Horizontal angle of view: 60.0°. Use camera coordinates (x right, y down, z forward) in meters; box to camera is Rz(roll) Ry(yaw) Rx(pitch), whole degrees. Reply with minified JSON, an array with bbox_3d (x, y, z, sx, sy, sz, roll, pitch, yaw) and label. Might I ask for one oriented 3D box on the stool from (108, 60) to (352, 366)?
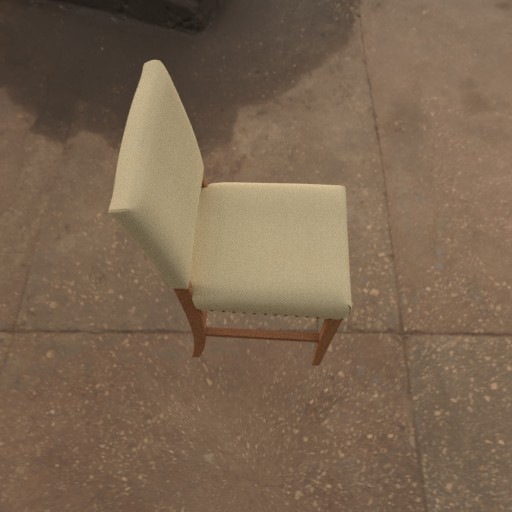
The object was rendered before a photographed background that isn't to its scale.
[{"bbox_3d":[0.000,0.000,1.474,0.584,1.168,0.445,3,63,1],"label":"stool"}]
